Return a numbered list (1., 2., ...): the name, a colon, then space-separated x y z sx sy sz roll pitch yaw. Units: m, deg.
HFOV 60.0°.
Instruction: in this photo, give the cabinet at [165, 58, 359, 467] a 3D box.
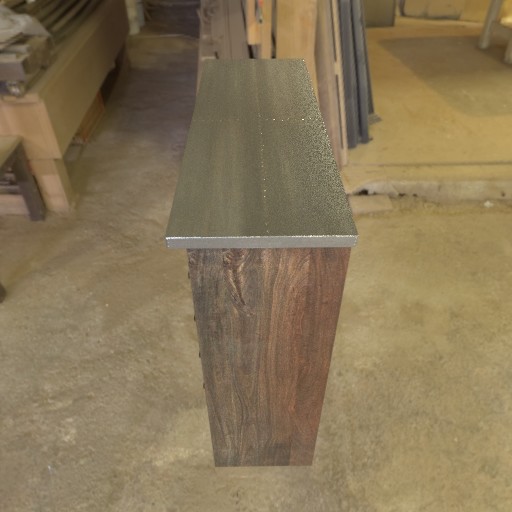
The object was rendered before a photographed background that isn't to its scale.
1. cabinet: 0.000 0.000 1.423 0.338 0.919 0.968 -1 41 -1
